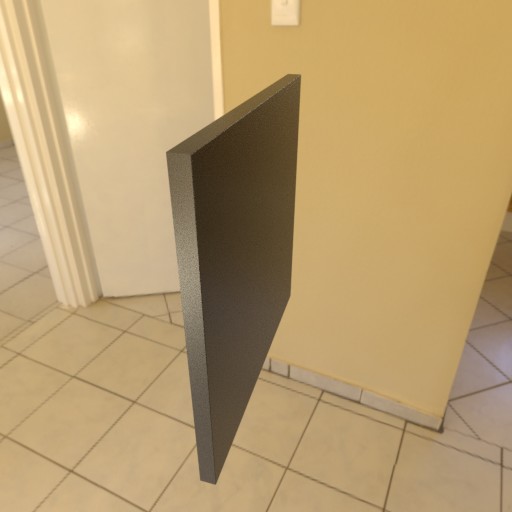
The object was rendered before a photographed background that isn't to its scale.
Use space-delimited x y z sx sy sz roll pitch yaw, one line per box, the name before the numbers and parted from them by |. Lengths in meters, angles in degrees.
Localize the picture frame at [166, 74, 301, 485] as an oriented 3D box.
picture frame | 0.000 0.000 0.825 0.029 0.557 0.559 9 31 14
